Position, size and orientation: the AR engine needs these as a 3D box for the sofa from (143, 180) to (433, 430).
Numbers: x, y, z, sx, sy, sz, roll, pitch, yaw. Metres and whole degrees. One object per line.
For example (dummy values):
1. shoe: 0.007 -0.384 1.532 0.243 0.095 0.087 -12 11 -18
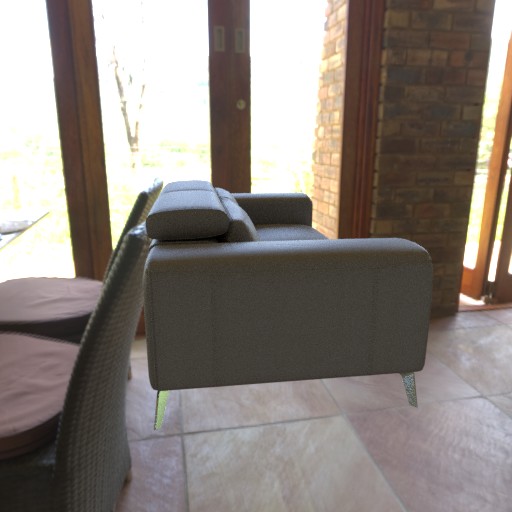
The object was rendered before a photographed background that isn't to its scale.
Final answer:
1. sofa: 0.000 0.000 2.432 1.024 0.753 1.930 -2 15 -8
